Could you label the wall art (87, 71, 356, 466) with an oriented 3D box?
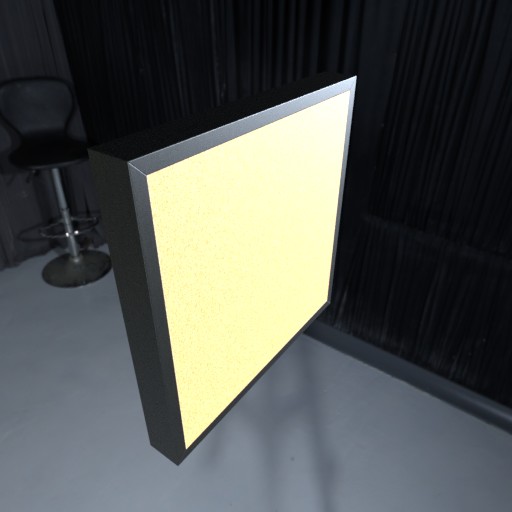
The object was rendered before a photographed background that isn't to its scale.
[{"bbox_3d":[0.000,0.000,0.451,0.038,0.304,0.304,22,39,30],"label":"wall art"}]
